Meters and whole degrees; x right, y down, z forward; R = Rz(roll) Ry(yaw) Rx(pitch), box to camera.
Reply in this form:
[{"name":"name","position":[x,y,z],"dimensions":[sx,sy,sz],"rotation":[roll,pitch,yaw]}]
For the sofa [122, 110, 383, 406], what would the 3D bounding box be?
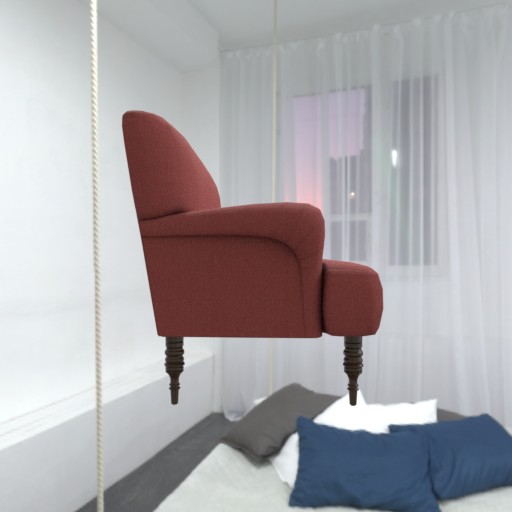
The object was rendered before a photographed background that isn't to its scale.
[{"name":"sofa","position":[0.000,0.000,1.873],"dimensions":[0.779,0.889,1.297],"rotation":[0,0,1]}]
